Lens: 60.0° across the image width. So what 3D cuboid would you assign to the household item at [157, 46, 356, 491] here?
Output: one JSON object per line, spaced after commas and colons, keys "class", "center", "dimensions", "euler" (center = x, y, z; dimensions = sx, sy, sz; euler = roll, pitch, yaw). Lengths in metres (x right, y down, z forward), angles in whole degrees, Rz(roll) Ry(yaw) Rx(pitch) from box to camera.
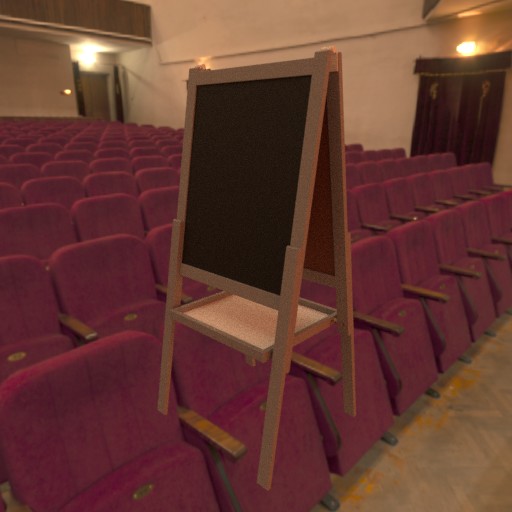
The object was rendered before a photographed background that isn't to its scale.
{"class": "household item", "center": [0.000, 0.000, 1.416], "dimensions": [0.531, 1.172, 0.469], "euler": [15, 22, 41]}
